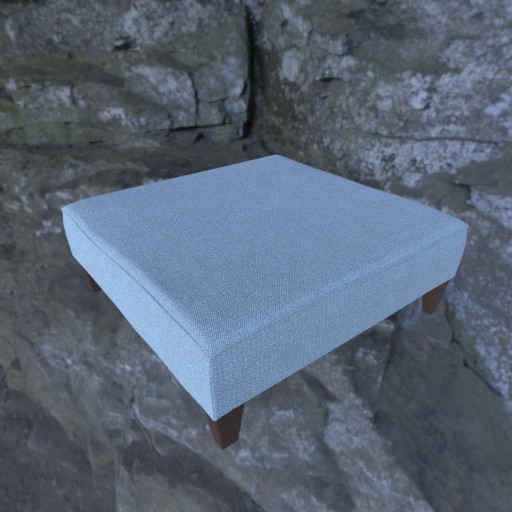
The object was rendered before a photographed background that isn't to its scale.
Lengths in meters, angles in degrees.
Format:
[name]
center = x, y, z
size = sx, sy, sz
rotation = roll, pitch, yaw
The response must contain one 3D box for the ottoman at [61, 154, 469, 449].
[ottoman]
center = 0.000, 0.000, 1.559
size = 1.004, 0.379, 0.968
rotation = -21, 36, -32
